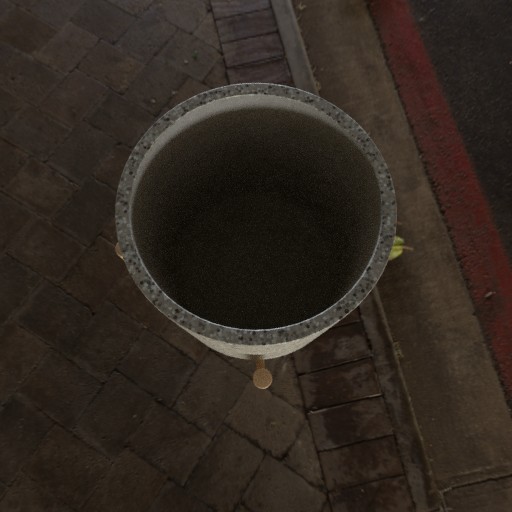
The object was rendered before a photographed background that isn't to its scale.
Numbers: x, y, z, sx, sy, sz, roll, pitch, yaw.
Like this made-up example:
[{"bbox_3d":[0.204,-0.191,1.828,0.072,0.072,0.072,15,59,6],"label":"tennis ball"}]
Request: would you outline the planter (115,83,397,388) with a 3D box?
[{"bbox_3d":[0.000,0.000,0.679,0.360,0.419,0.360,19,75,5],"label":"planter"}]
